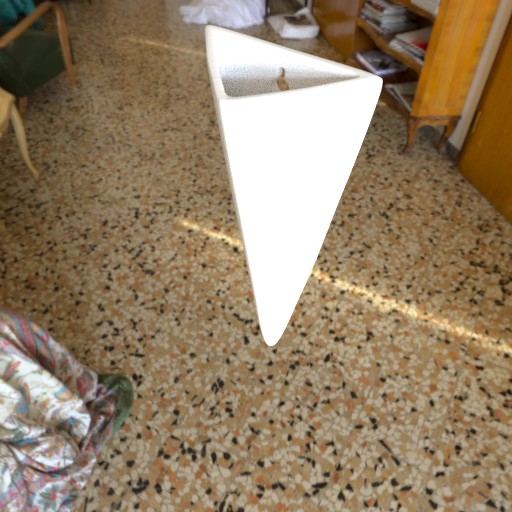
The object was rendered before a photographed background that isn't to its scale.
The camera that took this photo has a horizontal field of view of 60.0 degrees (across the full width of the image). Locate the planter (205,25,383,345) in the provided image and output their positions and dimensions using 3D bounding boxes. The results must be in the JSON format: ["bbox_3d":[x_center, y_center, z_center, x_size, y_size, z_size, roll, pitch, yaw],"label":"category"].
[{"bbox_3d":[0.000,0.000,0.391,0.143,0.338,0.065,31,53,27],"label":"planter"}]
